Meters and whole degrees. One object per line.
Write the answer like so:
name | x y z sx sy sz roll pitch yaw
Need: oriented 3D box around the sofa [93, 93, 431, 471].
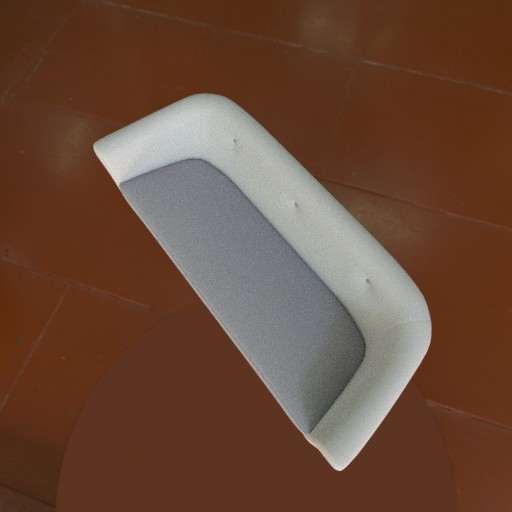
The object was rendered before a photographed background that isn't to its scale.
sofa | 0.000 0.000 2.487 0.827 0.795 2.160 -34 68 -16
